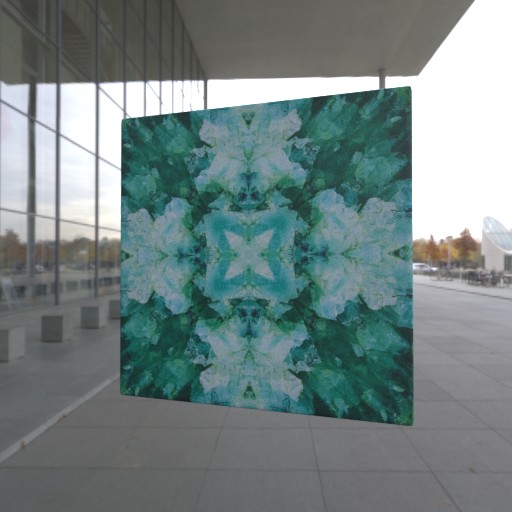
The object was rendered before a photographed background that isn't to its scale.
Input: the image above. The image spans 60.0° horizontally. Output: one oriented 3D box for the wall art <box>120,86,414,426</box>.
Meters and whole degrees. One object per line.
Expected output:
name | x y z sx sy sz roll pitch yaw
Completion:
wall art | 0.000 0.000 0.470 0.313 0.313 0.033 0 -1 18
